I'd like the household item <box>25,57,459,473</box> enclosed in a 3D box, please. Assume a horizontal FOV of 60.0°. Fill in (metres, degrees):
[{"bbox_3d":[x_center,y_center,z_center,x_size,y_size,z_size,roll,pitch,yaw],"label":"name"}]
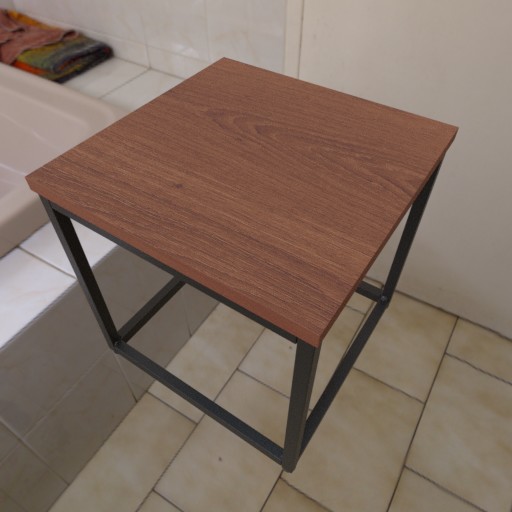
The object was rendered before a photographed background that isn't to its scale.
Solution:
[{"bbox_3d":[0.000,0.000,0.715,0.400,0.400,0.400,26,53,22],"label":"household item"}]
